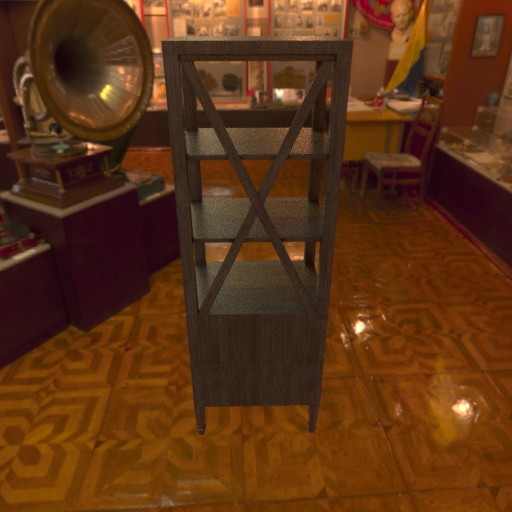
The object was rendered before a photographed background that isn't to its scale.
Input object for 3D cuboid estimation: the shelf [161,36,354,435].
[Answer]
[{"bbox_3d":[0.000,0.000,1.956,0.584,1.727,0.472,-1,28,-1],"label":"shelf"}]
